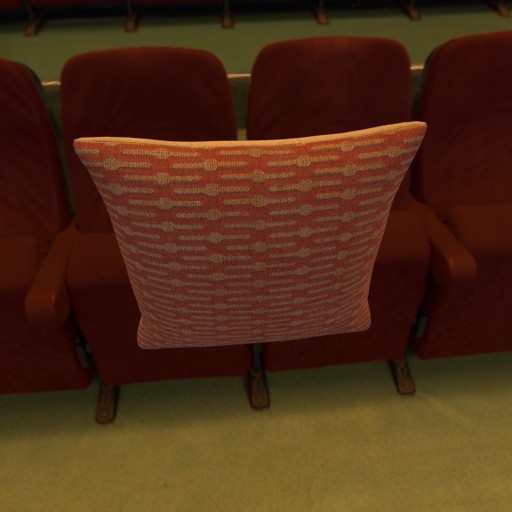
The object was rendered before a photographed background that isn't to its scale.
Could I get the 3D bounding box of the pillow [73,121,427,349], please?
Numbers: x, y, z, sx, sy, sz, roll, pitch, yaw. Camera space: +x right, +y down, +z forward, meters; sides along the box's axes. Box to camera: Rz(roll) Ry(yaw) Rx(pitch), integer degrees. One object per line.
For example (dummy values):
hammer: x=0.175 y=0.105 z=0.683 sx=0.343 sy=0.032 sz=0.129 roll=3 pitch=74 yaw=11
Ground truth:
pillow: x=0.000 y=0.000 z=0.803 sx=0.511 sy=0.503 sz=0.182 roll=-4 pitch=46 yaw=-4
